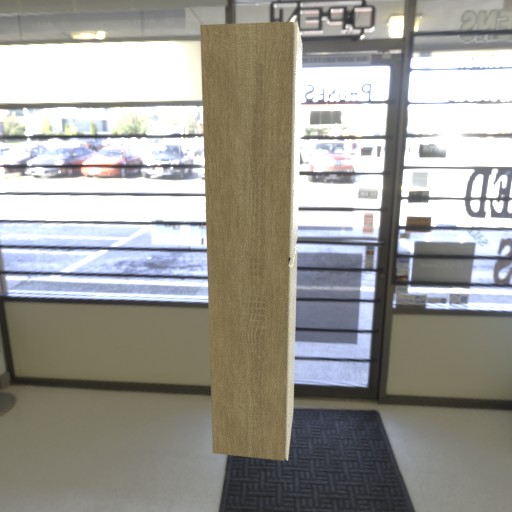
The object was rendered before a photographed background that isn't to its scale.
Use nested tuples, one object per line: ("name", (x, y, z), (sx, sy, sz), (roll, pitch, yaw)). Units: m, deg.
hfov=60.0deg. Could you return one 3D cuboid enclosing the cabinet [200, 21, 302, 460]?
("cabinet", (0.000, 0.000, 1.539), (0.270, 1.400, 0.300), (2, 15, 8))
